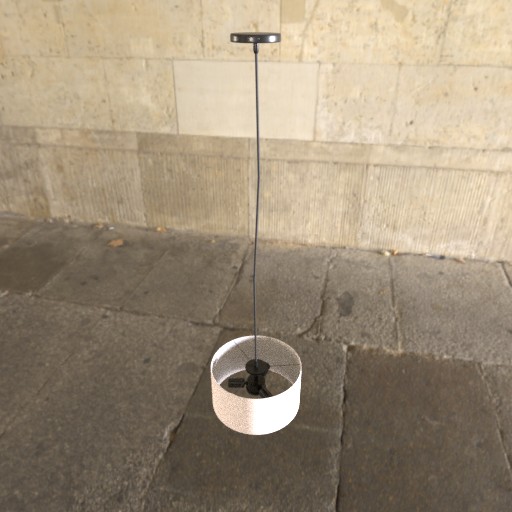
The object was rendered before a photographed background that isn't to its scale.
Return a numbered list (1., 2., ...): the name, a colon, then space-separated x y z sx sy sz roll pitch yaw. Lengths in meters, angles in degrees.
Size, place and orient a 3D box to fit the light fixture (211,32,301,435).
1. light fixture: 0.000 0.000 1.687 0.399 1.516 0.399 0 29 0
